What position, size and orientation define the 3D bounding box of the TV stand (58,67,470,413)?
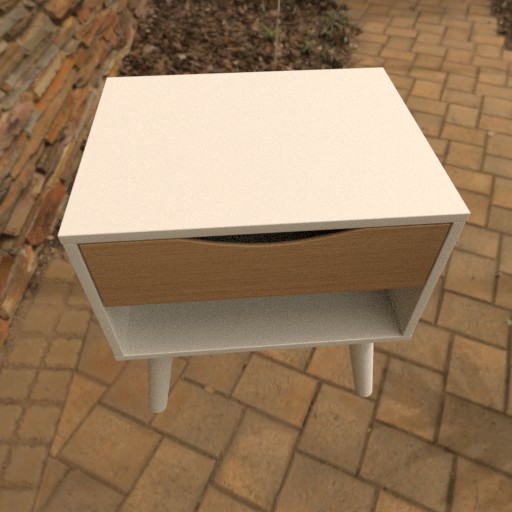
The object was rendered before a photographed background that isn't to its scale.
[{"bbox_3d":[0.000,0.000,0.884,0.508,0.559,0.405,-3,48,-3],"label":"TV stand"}]
